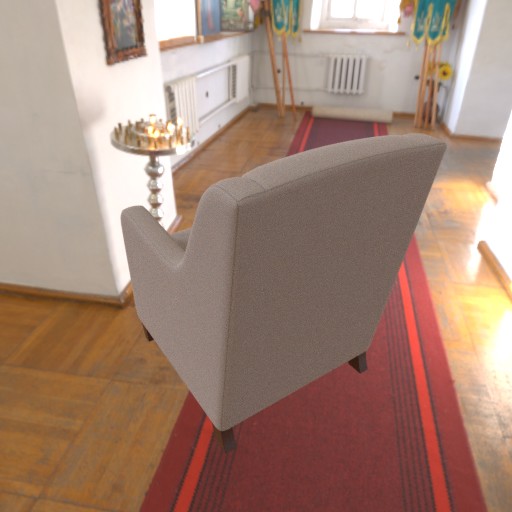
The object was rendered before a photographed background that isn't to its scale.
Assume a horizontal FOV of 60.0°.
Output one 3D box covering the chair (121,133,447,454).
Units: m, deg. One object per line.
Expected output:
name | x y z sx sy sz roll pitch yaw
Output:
chair | 0.000 0.000 1.627 0.715 1.017 0.896 -20 37 -29
